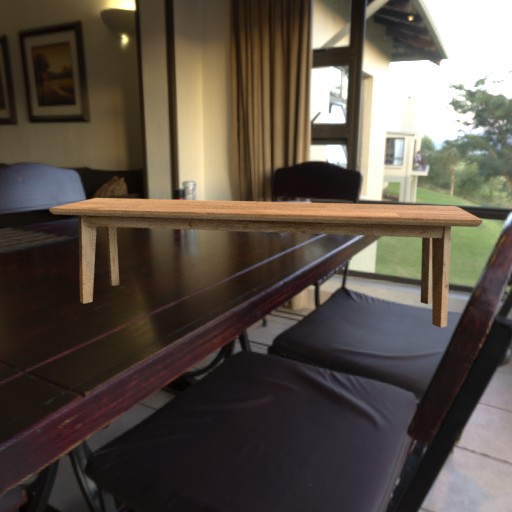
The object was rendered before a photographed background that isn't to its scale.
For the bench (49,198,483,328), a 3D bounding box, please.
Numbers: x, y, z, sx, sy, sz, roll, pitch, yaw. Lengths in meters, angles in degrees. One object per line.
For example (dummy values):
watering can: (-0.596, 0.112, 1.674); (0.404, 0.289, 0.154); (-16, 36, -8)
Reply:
bench: (0.000, 0.000, 1.944); (1.698, 0.431, 0.378); (3, 14, 10)
